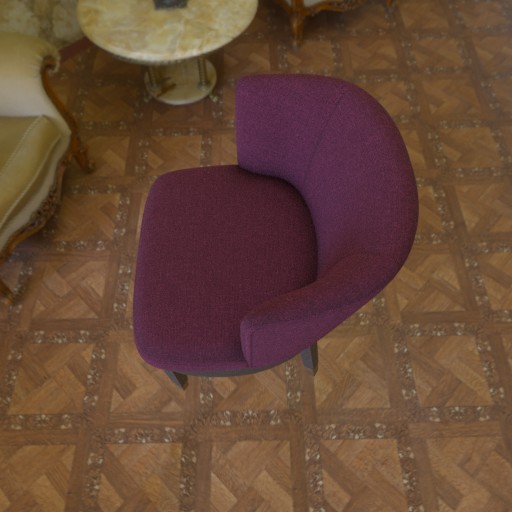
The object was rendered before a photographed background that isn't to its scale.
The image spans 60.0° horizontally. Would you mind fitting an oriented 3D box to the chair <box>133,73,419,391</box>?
[{"bbox_3d":[0.000,0.000,1.252,0.660,0.760,0.700,-2,58,-1],"label":"chair"}]
